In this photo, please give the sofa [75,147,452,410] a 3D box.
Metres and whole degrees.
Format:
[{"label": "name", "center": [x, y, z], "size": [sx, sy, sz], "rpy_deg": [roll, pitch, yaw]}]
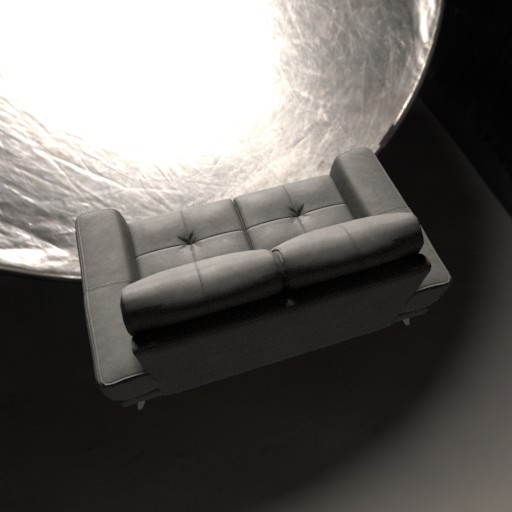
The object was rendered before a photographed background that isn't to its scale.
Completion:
[{"label": "sofa", "center": [0.000, 0.000, 2.386], "size": [1.806, 0.907, 1.018], "rpy_deg": [-15, 59, -9]}]
